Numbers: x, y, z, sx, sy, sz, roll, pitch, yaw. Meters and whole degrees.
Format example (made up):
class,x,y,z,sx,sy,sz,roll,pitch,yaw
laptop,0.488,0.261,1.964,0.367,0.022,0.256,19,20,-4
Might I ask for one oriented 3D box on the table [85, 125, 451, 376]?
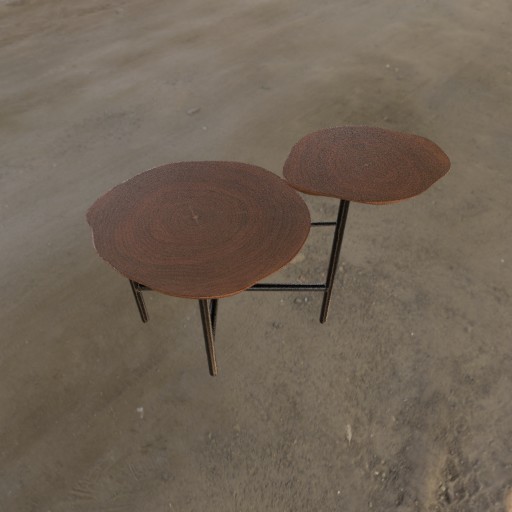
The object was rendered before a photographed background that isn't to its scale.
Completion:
class,x,y,z,sx,sy,sz,roll,pitch,yaw
table,0.000,0.000,1.059,0.759,0.538,0.442,1,46,1
